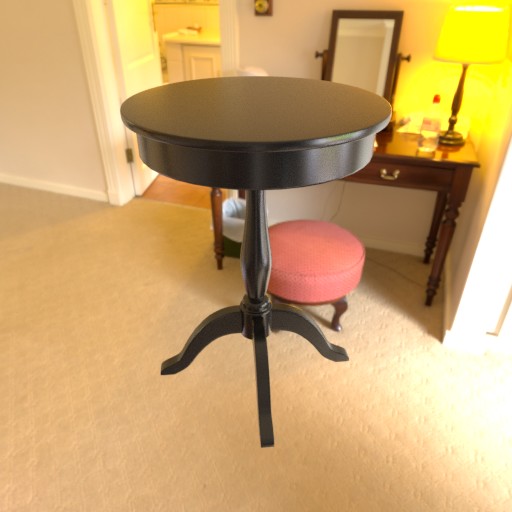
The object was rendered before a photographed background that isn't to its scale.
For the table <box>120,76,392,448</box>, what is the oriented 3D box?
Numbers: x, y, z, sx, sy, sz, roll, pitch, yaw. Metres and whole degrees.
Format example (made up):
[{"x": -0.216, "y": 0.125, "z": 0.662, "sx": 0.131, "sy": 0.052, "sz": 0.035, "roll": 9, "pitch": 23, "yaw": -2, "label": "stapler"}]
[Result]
[{"x": 0.000, "y": 0.000, "z": 0.977, "sx": 0.481, "sy": 0.665, "sz": 0.481, "roll": 0, "pitch": 32, "yaw": 0, "label": "table"}]
